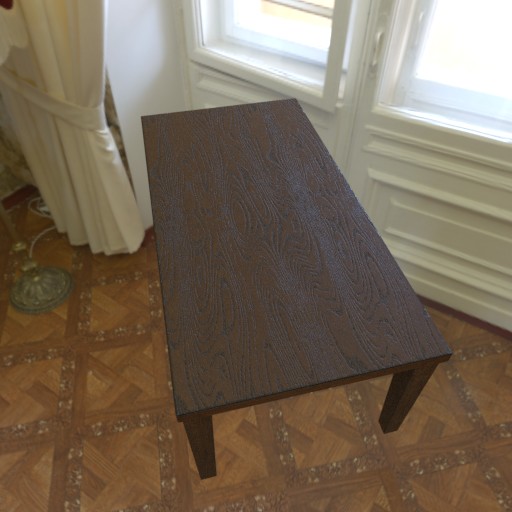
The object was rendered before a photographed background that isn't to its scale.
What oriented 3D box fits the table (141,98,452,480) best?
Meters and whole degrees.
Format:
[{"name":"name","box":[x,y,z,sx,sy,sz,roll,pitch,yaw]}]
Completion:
[{"name":"table","box":[0.000,0.000,2.479,1.016,0.762,1.981,-10,48,-9]}]
